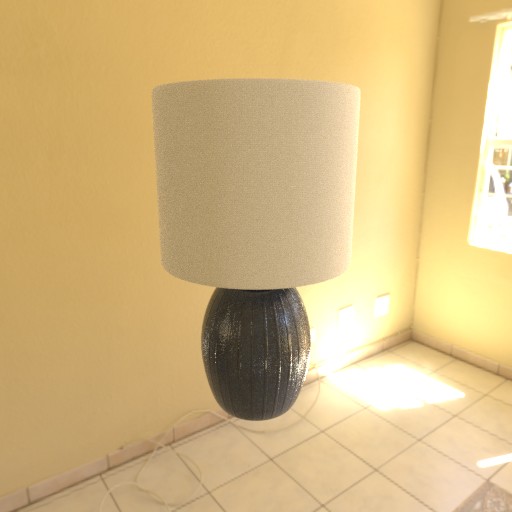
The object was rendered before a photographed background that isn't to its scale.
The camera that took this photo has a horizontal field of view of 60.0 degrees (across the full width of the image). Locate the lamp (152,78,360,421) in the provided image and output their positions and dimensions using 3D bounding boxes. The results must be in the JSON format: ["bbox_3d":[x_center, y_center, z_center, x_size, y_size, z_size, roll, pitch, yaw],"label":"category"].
[{"bbox_3d":[0.000,0.000,0.783,0.329,0.570,0.329,14,20,42],"label":"lamp"}]
